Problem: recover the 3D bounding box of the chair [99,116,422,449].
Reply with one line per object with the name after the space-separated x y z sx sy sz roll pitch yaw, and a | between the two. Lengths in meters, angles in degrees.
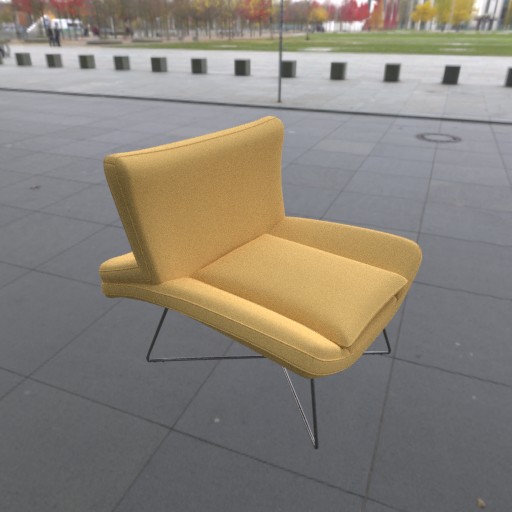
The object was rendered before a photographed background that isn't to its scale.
0.000 0.000 1.661 1.008 0.855 0.859 19 33 33 | chair
